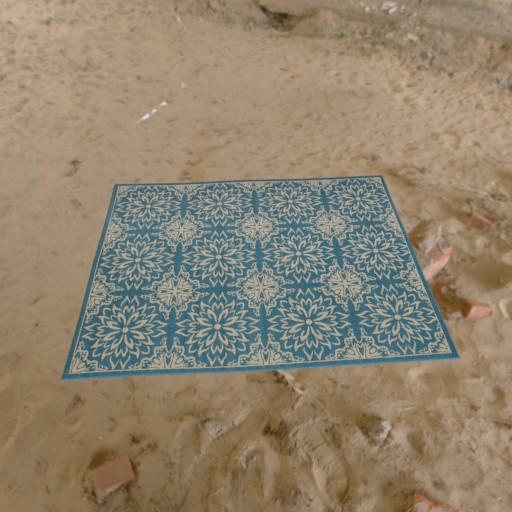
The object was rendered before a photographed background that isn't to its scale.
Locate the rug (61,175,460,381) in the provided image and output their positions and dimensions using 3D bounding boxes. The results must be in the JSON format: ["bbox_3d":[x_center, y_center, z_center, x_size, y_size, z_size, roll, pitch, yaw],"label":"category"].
[{"bbox_3d":[0.000,0.000,4.076,2.964,0.018,2.350,-2,46,-2],"label":"rug"}]
